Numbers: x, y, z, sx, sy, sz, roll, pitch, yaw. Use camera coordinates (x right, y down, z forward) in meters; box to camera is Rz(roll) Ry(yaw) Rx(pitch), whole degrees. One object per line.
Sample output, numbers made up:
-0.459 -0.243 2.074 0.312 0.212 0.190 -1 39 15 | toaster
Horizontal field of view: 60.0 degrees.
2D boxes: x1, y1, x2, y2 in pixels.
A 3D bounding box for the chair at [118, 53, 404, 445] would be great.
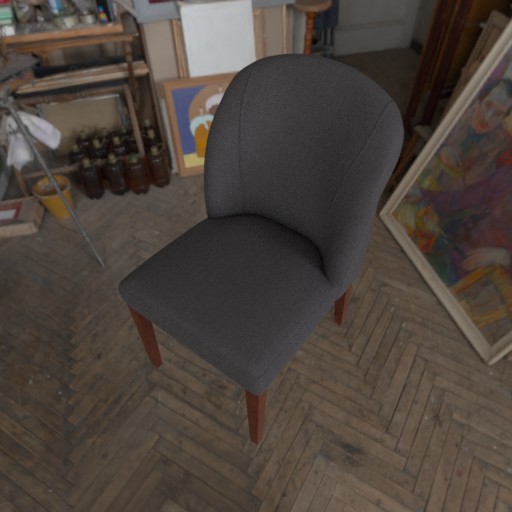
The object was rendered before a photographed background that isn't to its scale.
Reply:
0.000 0.000 1.234 0.506 0.879 0.619 29 54 24 | chair
